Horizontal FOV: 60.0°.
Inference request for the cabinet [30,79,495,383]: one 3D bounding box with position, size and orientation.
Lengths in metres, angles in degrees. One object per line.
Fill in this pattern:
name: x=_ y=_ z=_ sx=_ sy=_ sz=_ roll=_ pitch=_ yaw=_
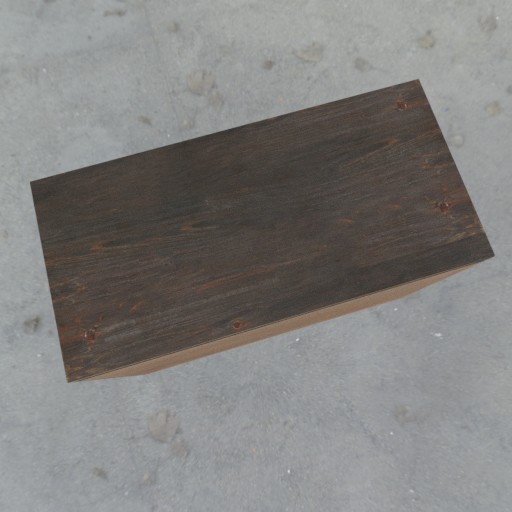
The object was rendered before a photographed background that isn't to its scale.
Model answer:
cabinet: x=0.000 y=0.000 z=1.505 sx=1.023 sy=0.897 sz=0.529 roll=-16 pitch=77 yaw=-4
